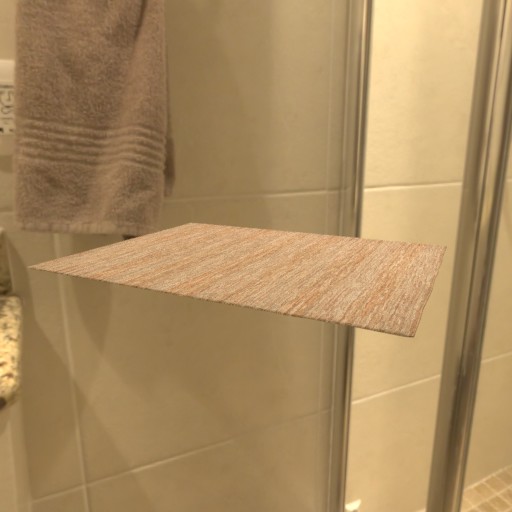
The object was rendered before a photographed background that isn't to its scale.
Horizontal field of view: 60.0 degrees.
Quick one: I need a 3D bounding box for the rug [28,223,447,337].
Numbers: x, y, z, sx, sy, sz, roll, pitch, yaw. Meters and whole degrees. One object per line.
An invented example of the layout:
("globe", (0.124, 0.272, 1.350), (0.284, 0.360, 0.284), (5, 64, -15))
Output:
("rug", (0.000, 0.000, 3.864), (2.939, 0.009, 2.313), (7, 16, 26))
